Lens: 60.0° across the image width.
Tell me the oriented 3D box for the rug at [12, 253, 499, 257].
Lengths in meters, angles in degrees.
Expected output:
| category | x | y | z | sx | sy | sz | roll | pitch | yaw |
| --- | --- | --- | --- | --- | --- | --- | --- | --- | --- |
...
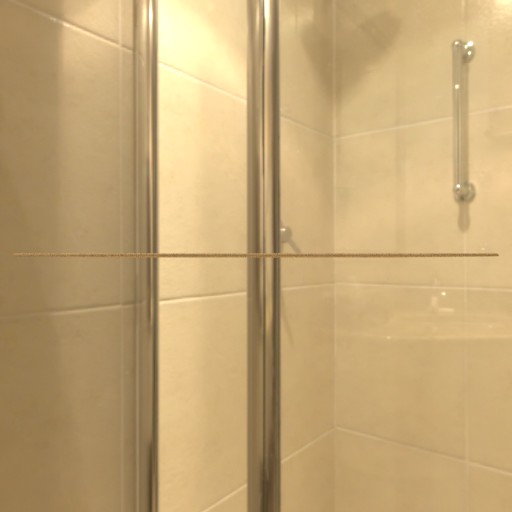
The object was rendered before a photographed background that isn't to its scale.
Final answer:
| category | x | y | z | sx | sy | sz | roll | pitch | yaw |
| --- | --- | --- | --- | --- | --- | --- | --- | --- | --- |
| rug | 0.000 | 0.000 | 2.709 | 2.144 | 0.013 | 1.509 | 0 | 0 | 1 |
